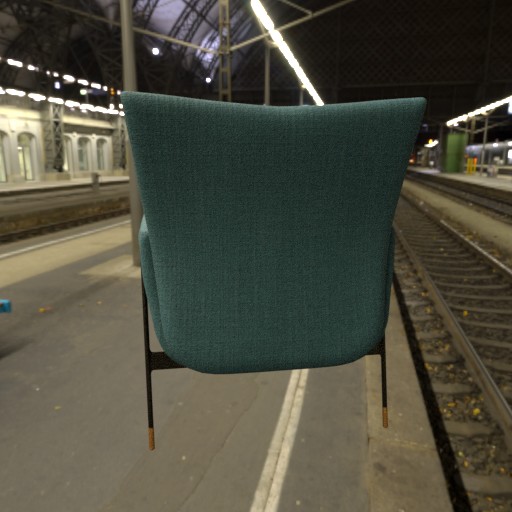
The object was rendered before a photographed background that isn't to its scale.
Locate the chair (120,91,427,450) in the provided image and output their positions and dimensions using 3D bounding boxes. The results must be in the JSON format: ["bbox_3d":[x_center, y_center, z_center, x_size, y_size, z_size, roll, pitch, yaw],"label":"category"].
[{"bbox_3d":[0.000,0.000,1.377,0.678,0.859,0.769,-2,13,-9],"label":"chair"}]
